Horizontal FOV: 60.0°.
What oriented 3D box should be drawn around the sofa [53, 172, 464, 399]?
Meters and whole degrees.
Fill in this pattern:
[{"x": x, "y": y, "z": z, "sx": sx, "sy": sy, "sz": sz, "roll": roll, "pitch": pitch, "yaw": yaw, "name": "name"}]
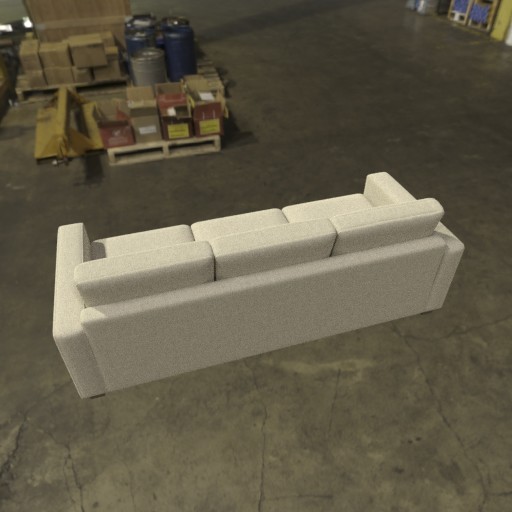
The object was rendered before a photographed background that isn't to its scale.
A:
[{"x": 0.000, "y": 0.000, "z": 2.612, "sx": 2.160, "sy": 0.800, "sz": 0.900, "roll": -11, "pitch": 42, "yaw": -13, "name": "sofa"}]
